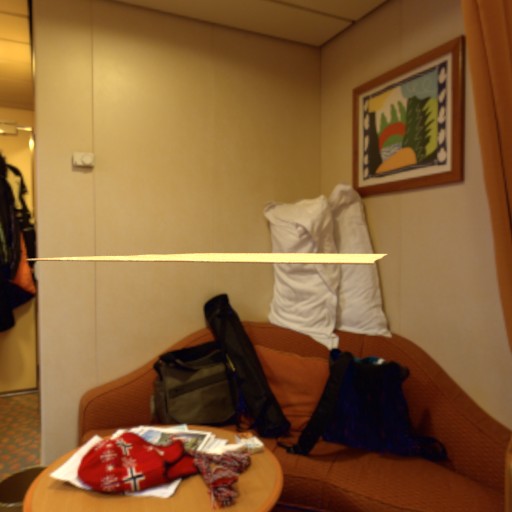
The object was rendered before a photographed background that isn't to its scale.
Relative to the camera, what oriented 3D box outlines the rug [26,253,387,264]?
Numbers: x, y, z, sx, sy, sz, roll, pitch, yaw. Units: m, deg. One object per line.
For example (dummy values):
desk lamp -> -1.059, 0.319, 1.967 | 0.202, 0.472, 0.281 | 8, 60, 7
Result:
rug -> 0.000, 0.000, 4.409 | 2.452, 0.020, 3.365 | 0, 1, 18
